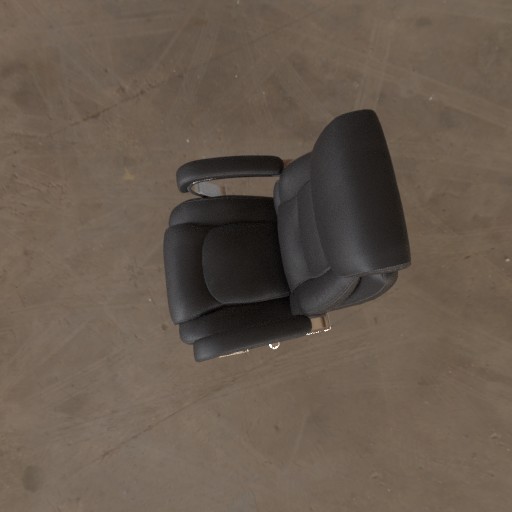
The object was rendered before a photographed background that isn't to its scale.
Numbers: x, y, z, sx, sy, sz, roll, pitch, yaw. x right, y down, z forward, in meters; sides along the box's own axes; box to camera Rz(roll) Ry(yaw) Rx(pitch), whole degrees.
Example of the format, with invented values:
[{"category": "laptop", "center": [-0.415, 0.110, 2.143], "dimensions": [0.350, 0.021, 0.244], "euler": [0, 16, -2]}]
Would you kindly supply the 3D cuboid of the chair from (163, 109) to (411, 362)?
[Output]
[{"category": "chair", "center": [0.000, 0.000, 1.760], "dimensions": [0.790, 1.183, 0.755], "euler": [-8, 76, -2]}]
